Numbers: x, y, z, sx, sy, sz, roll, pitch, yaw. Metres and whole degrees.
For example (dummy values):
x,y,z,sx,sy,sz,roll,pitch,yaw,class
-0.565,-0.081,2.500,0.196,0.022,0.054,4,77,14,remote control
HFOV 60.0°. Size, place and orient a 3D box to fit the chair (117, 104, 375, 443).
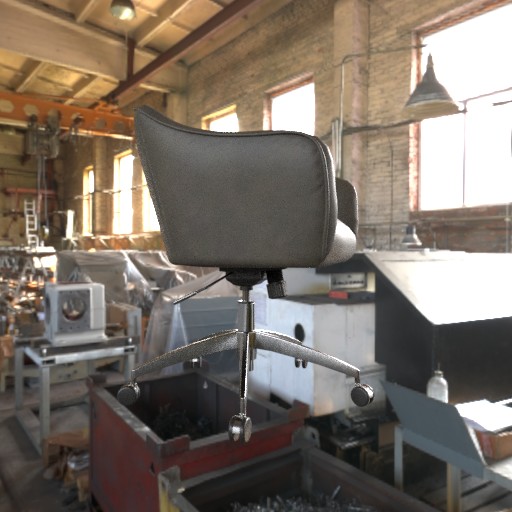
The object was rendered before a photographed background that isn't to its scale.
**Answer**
x,y,z,sx,sy,sz,roll,pitch,yaw,class
0.000,0.000,1.326,0.689,0.827,0.713,0,1,17,chair
